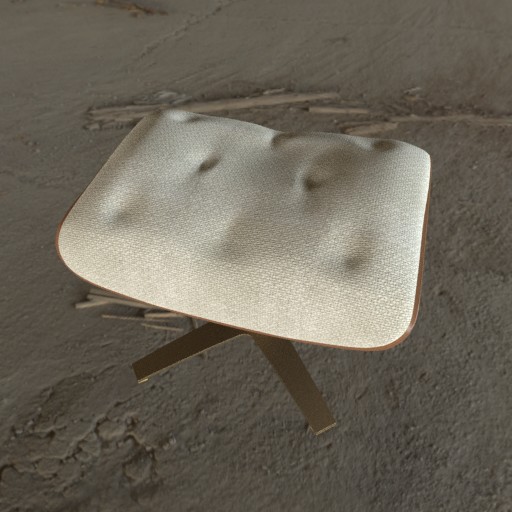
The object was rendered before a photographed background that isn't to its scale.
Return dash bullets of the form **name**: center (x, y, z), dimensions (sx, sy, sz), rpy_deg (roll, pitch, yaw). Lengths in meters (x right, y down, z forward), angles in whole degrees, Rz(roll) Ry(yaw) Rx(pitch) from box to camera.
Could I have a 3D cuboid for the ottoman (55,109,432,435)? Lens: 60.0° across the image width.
- **ottoman**: center (0.000, 0.000, 0.798), dimensions (0.520, 0.391, 0.394), rpy_deg (12, 43, 13)
